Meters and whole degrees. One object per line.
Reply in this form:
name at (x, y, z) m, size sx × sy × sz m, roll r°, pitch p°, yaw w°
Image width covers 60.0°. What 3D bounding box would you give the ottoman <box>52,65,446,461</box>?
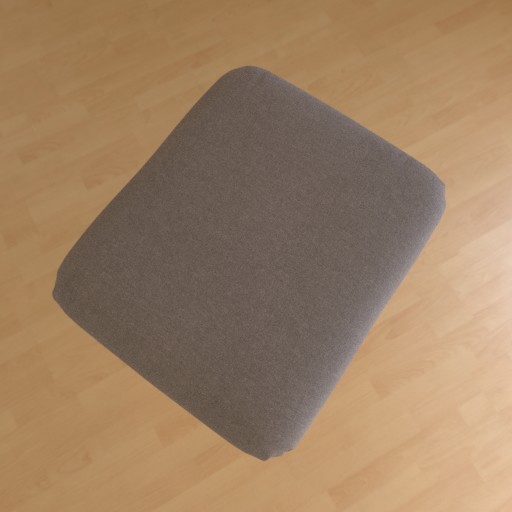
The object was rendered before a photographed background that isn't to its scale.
ottoman at (0.000, 0.000, 1.103) m, size 0.622 × 0.450 × 0.747 m, roll 34°, pitch 77°, yaw 9°
